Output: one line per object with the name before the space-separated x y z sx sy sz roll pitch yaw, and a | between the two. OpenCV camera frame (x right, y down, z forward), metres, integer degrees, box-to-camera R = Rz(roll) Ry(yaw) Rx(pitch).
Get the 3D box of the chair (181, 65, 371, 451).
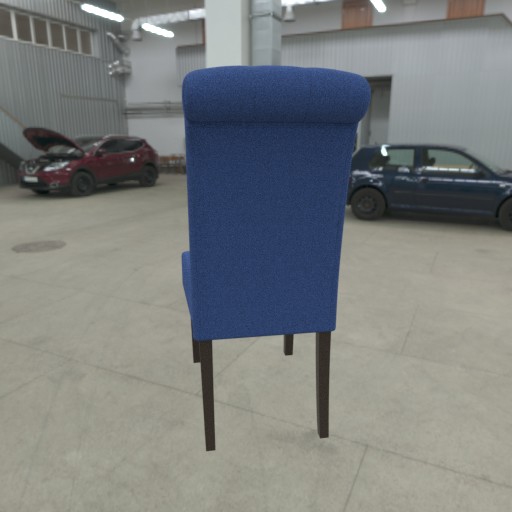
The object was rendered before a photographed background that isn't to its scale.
chair | 0.000 0.000 1.361 0.456 1.006 0.671 -3 15 -9
